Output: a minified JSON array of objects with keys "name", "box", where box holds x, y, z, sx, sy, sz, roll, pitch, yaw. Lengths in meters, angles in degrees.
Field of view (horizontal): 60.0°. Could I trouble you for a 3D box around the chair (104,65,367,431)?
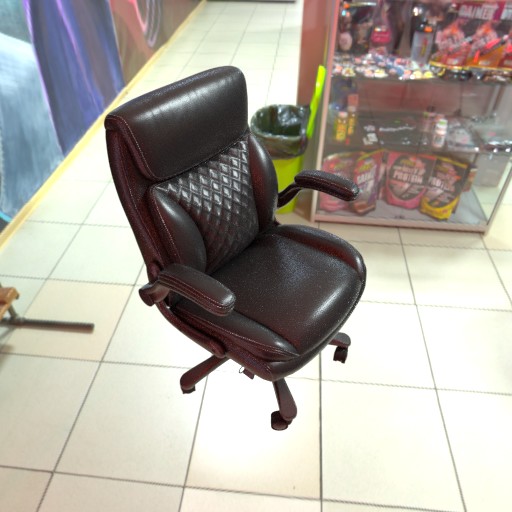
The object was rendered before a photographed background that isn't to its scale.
[{"name":"chair","box":[0.000,0.000,1.597,0.724,1.110,0.782,28,48,28]}]
